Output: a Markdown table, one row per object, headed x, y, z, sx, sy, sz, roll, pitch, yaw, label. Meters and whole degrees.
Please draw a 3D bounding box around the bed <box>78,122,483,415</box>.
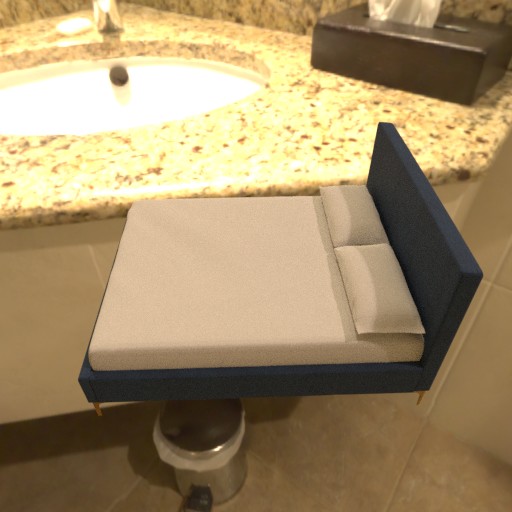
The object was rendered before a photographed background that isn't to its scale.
| x | y | z | sx | sy | sz | roll | pitch | yaw | label |
| --- | --- | --- | --- | --- | --- | --- | --- | --- | --- |
| 0.000 | 0.000 | 3.150 | 2.172 | 1.231 | 1.723 | -1 | 42 | -2 | bed |
